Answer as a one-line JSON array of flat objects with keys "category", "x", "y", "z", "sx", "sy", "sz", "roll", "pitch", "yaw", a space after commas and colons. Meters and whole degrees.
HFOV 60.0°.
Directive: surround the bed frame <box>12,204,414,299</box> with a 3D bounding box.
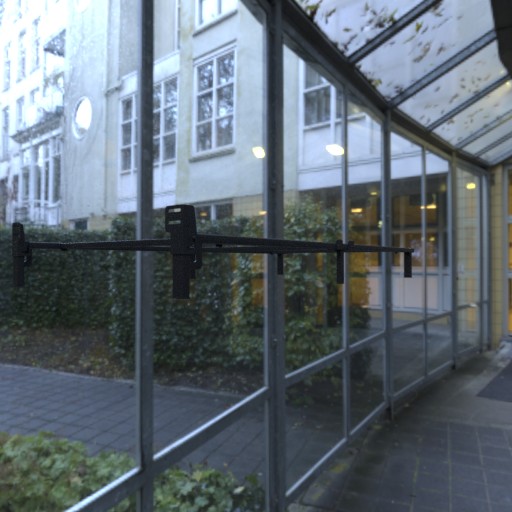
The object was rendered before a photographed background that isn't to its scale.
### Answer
[{"category": "bed frame", "x": 0.000, "y": 0.000, "z": 2.201, "sx": 0.968, "sy": 0.248, "sz": 1.897, "roll": 0, "pitch": -1, "yaw": 37}]
